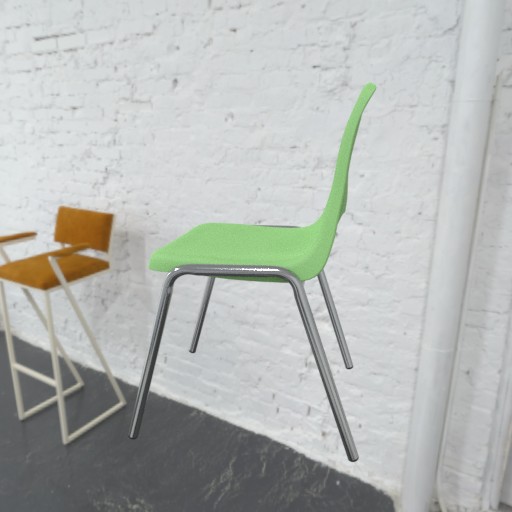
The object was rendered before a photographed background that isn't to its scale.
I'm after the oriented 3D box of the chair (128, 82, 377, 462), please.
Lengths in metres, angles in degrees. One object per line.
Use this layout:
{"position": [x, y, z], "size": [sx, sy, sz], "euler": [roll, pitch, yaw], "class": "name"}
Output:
{"position": [0.000, 0.000, 0.910], "size": [0.436, 0.653, 0.381], "euler": [3, 15, 10], "class": "chair"}
